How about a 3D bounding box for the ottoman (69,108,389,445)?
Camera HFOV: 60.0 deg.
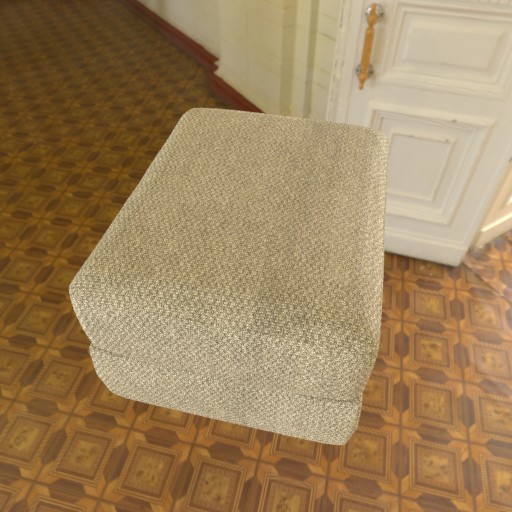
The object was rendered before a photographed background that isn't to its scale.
[{"bbox_3d":[0.000,0.000,1.151,0.603,0.476,0.751,10,48,9],"label":"ottoman"}]
